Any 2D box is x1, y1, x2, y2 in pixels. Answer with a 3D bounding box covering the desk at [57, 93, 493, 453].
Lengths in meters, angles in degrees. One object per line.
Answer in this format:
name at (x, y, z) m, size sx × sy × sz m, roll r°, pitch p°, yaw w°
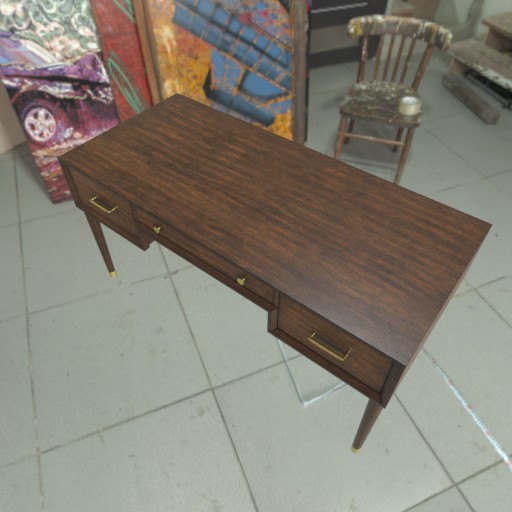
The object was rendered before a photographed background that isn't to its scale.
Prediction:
desk at (0.000, 0.000, 1.994) m, size 1.575 × 0.762 × 0.724 m, roll 30°, pitch 54°, yaw 25°
